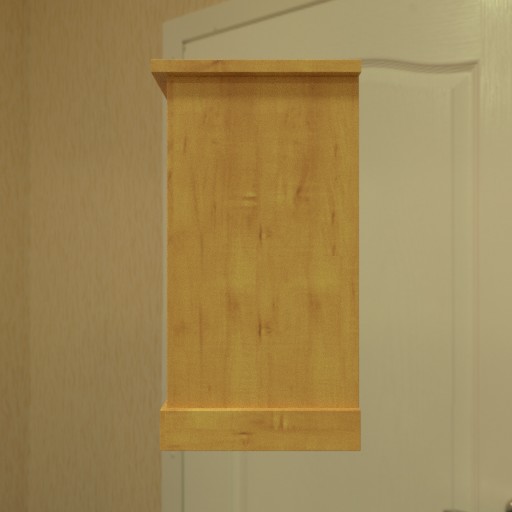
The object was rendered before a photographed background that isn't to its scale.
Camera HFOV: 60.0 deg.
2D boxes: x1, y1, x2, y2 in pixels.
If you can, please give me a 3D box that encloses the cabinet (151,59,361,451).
[{"bbox_3d":[0.000,0.000,1.407,0.450,0.840,0.920,0,0,0],"label":"cabinet"}]
